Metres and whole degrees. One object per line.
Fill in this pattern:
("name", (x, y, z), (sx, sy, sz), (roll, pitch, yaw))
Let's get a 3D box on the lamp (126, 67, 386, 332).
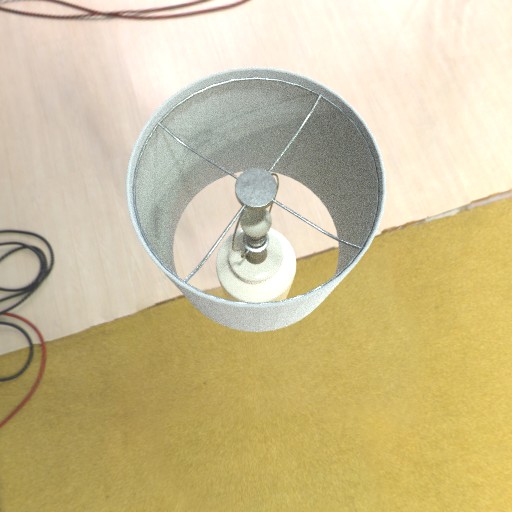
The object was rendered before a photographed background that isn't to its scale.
("lamp", (0.000, 0.000, 0.599), (0.212, 0.493, 0.212), (33, 78, 8))
